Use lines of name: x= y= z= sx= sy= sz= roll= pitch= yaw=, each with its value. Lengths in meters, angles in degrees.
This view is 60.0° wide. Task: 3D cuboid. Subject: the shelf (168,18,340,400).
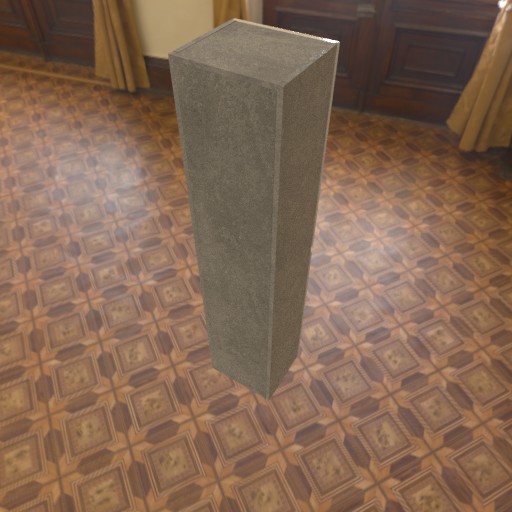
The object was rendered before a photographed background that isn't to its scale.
shelf: x=0.000 y=0.000 z=1.532 sx=0.300 sy=1.400 sz=0.270 roll=24 pitch=51 yaw=21
